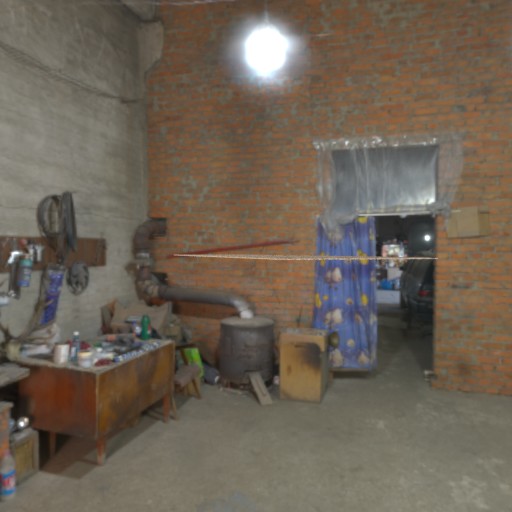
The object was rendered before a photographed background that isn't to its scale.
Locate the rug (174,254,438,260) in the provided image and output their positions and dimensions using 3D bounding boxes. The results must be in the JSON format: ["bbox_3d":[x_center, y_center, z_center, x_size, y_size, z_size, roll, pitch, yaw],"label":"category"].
[{"bbox_3d":[0.000,0.000,2.738,0.660,0.005,2.464,0,1,-19],"label":"rug"}]
